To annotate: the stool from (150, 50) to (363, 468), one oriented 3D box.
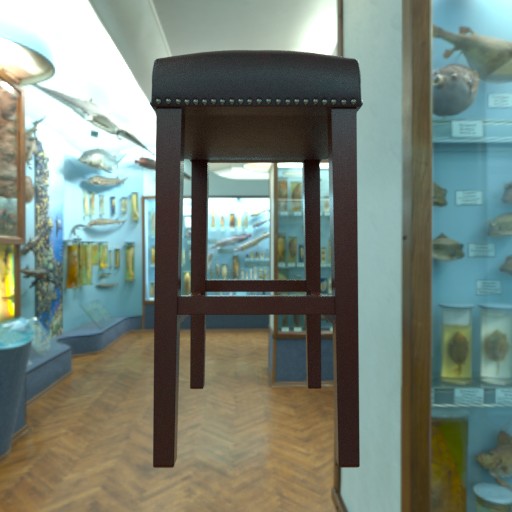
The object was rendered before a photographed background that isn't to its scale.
[{"bbox_3d":[0.000,0.000,1.014,0.372,0.742,0.504,0,1,0],"label":"stool"}]
